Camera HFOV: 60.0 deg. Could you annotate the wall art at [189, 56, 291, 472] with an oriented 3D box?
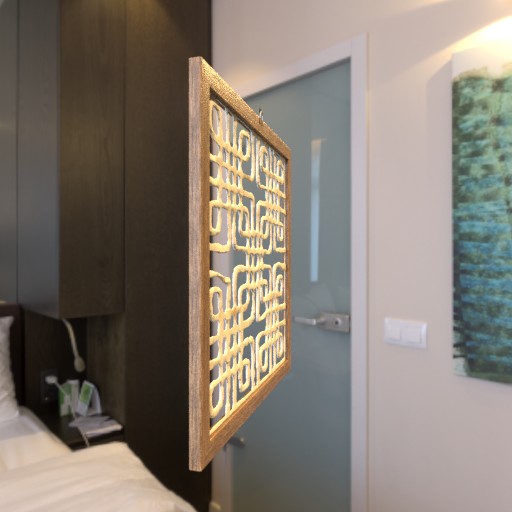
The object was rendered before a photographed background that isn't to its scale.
[{"bbox_3d":[0.000,0.000,0.867,0.021,0.582,0.561,0,0,17],"label":"wall art"}]
